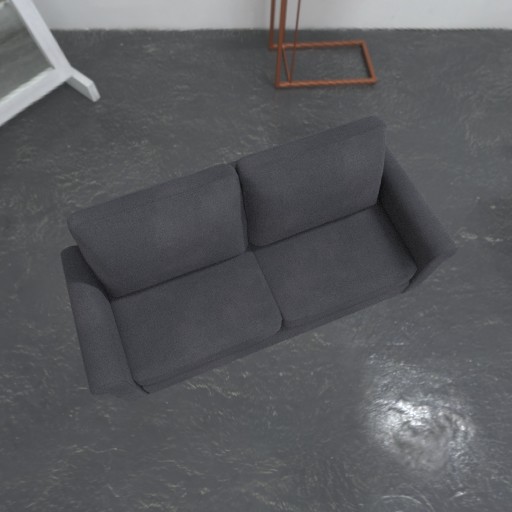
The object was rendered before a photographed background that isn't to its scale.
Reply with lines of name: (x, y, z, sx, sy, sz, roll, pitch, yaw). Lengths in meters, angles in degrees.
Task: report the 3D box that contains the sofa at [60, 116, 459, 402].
sofa: (0.000, 0.000, 2.415, 1.935, 0.942, 0.842, -20, 66, -9)
